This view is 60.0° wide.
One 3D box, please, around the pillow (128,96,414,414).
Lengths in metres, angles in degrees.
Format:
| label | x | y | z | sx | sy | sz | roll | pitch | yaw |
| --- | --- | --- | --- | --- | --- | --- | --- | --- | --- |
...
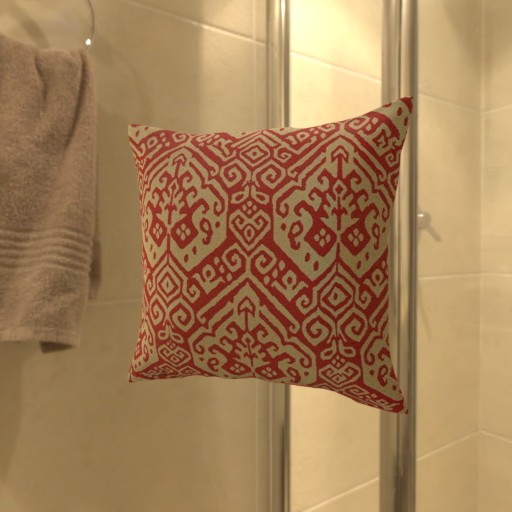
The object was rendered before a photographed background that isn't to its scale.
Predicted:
| label | x | y | z | sx | sy | sz | roll | pitch | yaw |
| --- | --- | --- | --- | --- | --- | --- | --- | --- | --- |
| pillow | 0.000 | 0.000 | 0.784 | 0.522 | 0.507 | 0.192 | 0 | 1 | 17 |
